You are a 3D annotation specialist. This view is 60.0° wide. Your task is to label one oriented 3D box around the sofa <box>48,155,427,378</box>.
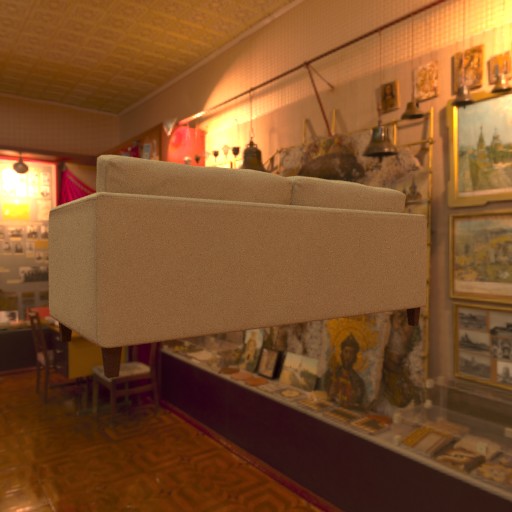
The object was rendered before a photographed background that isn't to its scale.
[{"bbox_3d":[0.000,0.000,2.696,2.181,0.932,0.948,-1,1,-35],"label":"sofa"}]
